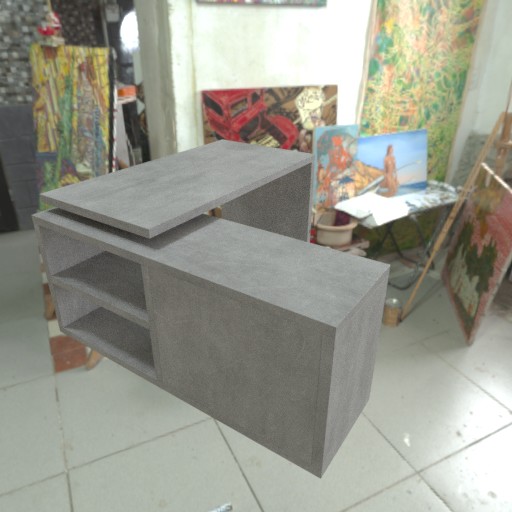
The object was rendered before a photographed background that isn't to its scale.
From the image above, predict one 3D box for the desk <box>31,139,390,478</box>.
[{"bbox_3d":[0.000,0.000,2.270,1.500,0.740,1.400,17,32,30],"label":"desk"}]
